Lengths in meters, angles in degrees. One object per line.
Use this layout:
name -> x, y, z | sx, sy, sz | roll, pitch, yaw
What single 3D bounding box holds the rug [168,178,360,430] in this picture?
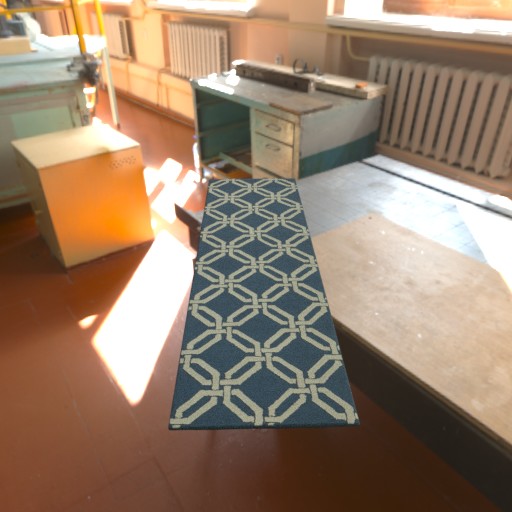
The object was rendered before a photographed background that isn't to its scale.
rug -> 0.000, 0.000, 2.522 | 0.678, 0.014, 2.276 | -1, 32, -1
